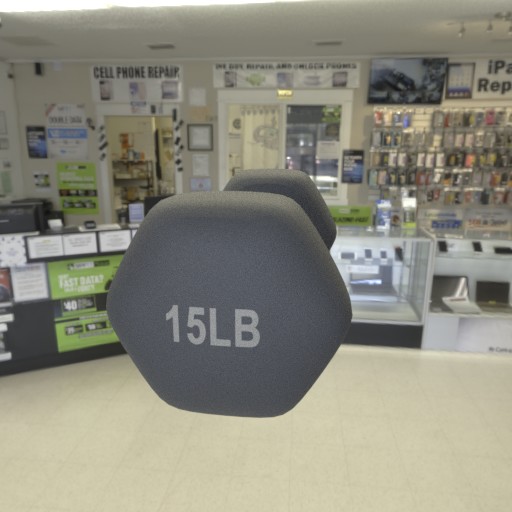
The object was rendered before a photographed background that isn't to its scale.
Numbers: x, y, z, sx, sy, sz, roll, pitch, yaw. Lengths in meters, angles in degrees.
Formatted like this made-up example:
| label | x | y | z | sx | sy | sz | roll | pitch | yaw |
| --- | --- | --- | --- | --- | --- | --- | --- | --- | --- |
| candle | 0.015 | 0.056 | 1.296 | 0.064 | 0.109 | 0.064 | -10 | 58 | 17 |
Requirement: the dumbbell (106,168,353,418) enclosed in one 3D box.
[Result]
| label | x | y | z | sx | sy | sz | roll | pitch | yaw |
| --- | --- | --- | --- | --- | --- | --- | --- | --- | --- |
| dumbbell | 0.000 | 0.000 | 0.299 | 0.116 | 0.105 | 0.240 | 2 | 14 | 8 |
